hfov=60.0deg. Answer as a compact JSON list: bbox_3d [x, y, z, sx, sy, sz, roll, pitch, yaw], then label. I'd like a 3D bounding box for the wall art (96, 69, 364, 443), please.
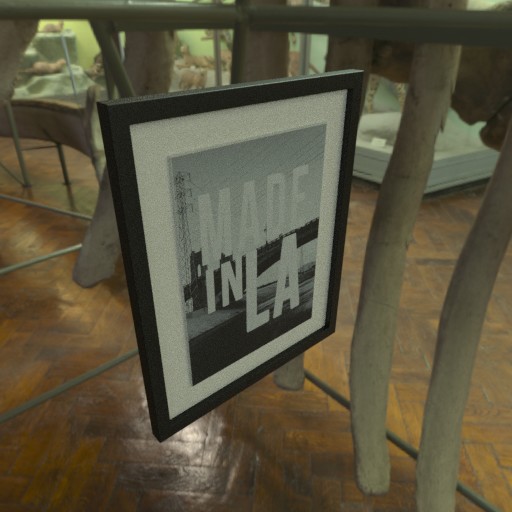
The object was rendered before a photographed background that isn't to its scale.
[{"bbox_3d":[0.000,0.000,0.761,0.457,0.559,0.028,-23,37,-35],"label":"wall art"}]
